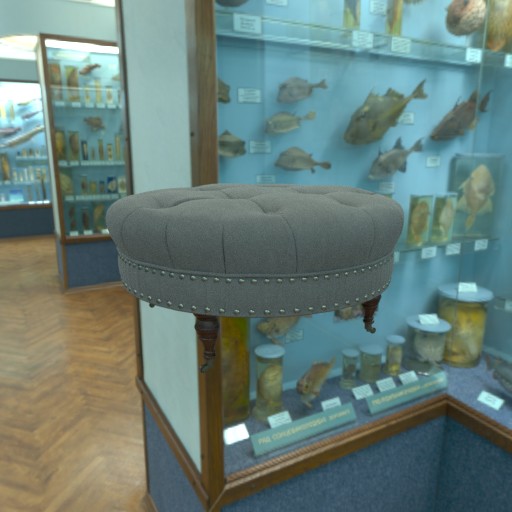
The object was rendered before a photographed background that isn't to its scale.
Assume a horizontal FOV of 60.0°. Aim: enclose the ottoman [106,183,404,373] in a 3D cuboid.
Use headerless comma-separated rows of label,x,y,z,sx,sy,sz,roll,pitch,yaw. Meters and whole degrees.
ottoman,0.000,0.000,1.435,0.901,0.439,0.901,0,14,0
